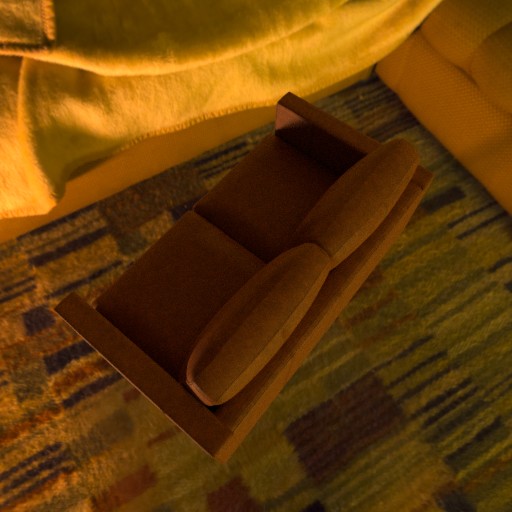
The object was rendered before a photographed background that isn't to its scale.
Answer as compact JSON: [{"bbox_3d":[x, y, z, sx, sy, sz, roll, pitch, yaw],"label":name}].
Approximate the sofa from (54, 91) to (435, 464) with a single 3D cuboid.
[{"bbox_3d":[0.000,0.000,2.125,0.909,0.951,1.578,36,68,17],"label":"sofa"}]
